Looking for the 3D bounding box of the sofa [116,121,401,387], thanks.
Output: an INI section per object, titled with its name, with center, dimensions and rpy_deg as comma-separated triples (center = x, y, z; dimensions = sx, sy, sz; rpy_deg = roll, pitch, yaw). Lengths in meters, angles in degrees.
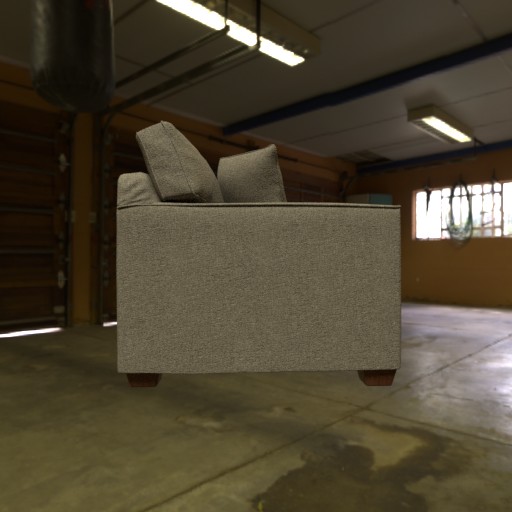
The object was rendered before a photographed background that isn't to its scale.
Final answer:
[sofa]
center = 0.000, 0.000, 2.513
dimensions = 1.034, 0.946, 1.963
rpy_deg = 0, -1, -2
